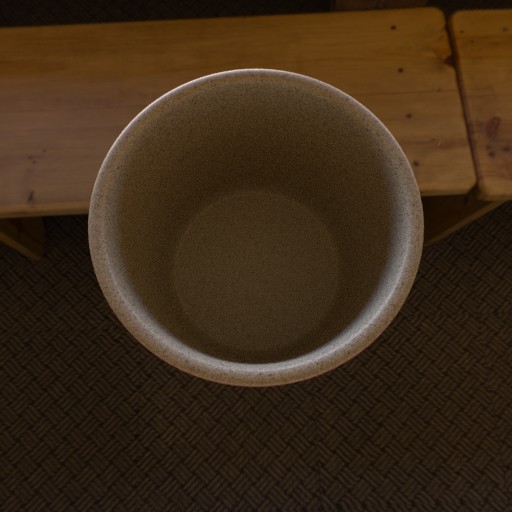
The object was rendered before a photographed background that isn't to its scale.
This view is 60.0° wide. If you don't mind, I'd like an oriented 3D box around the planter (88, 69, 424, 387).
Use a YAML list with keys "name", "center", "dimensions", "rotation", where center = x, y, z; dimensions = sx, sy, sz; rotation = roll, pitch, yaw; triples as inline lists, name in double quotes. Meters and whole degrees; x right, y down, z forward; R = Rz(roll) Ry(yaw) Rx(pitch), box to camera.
- name: "planter"
  center: [0.000, 0.000, 0.412]
  dimensions: [0.227, 0.235, 0.227]
  rotation: [0, 75, 0]
